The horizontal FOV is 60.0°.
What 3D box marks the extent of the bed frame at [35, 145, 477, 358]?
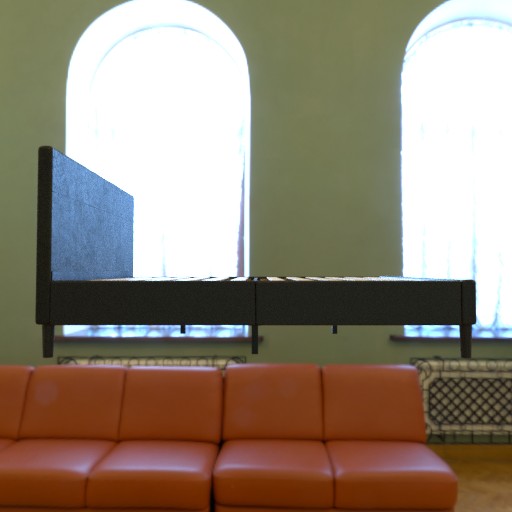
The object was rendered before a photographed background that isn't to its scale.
[{"bbox_3d":[0.000,0.000,2.899,2.152,1.046,1.469,0,-2,0],"label":"bed frame"}]
